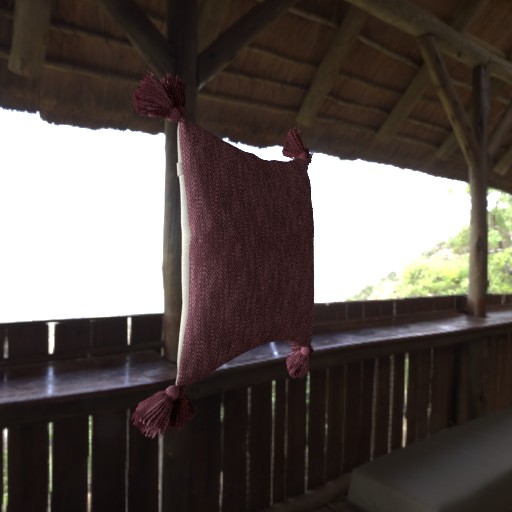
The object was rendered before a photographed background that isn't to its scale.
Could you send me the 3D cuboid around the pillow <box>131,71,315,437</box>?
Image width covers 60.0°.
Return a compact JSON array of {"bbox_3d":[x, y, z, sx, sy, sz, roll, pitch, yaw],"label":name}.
[{"bbox_3d":[0.000,0.000,0.960,0.138,0.659,0.641,1,1,35],"label":"pillow"}]
